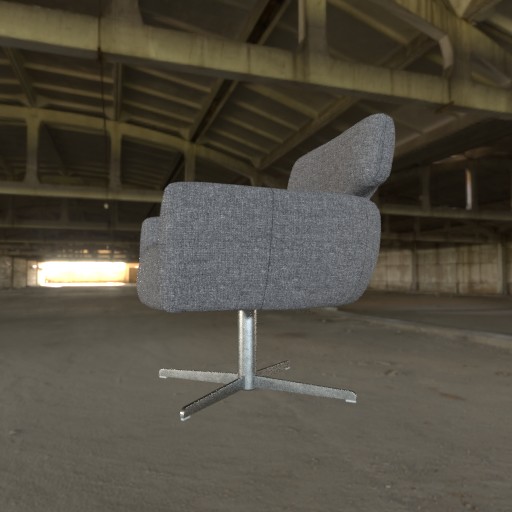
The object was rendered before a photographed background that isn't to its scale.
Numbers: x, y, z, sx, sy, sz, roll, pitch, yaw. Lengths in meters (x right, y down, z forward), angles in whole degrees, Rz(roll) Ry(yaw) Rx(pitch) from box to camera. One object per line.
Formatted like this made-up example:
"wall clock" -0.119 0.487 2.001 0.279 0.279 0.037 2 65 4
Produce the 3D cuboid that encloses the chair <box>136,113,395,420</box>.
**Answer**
"chair" 0.000 0.000 1.383 0.715 0.812 0.706 1 -3 -18
